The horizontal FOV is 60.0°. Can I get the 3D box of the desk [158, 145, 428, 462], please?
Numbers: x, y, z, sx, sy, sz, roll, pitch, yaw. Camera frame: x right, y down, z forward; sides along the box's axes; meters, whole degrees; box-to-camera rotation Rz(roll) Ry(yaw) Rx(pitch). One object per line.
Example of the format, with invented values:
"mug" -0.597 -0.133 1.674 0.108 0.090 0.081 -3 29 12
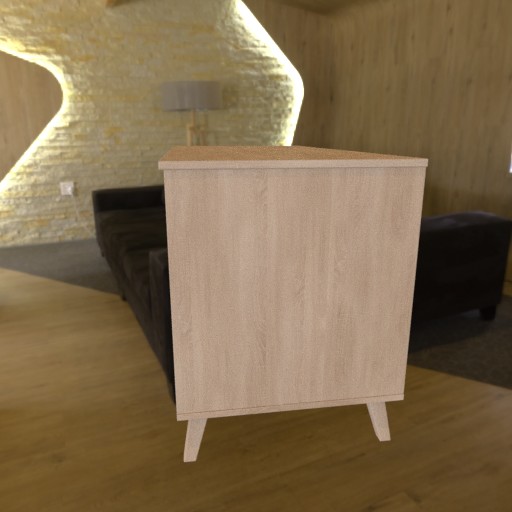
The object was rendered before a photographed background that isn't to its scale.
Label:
"desk" 0.000 0.000 1.658 0.600 0.770 1.251 -2 15 -8
